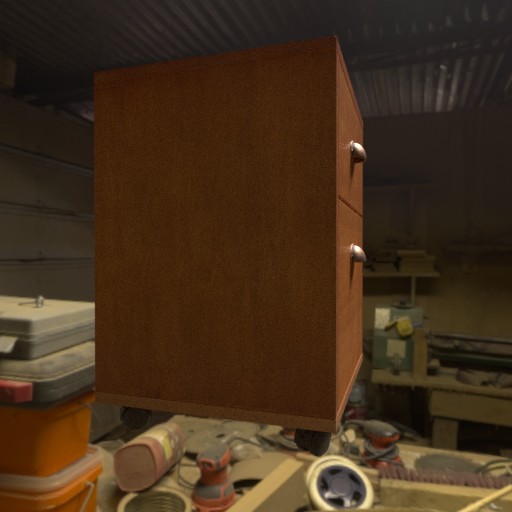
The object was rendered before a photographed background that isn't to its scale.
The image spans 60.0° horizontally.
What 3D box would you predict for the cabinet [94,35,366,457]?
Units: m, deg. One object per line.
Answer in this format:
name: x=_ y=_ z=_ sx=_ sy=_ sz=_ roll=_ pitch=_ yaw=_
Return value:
cabinet: x=0.000 y=0.000 z=0.829 sx=0.401 sy=0.579 sz=0.409 roll=0 pitch=1 yaw=18
